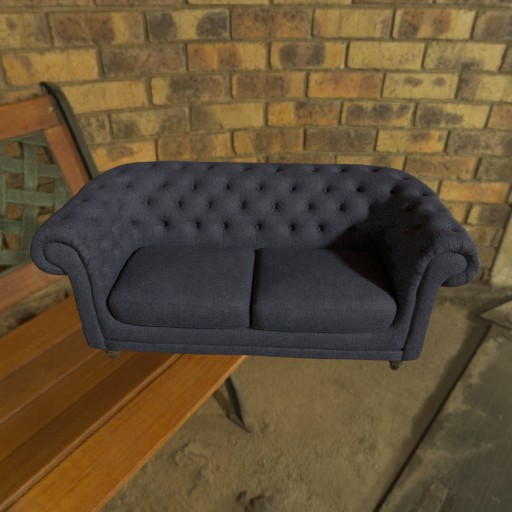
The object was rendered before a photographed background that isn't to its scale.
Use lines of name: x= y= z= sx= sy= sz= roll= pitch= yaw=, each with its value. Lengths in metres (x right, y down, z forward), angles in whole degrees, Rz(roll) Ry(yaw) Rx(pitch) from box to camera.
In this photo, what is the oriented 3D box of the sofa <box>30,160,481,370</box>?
sofa: x=0.000 y=0.000 z=2.489 sx=1.988 sy=0.833 sz=1.082 roll=2 pitch=32 yaw=3
